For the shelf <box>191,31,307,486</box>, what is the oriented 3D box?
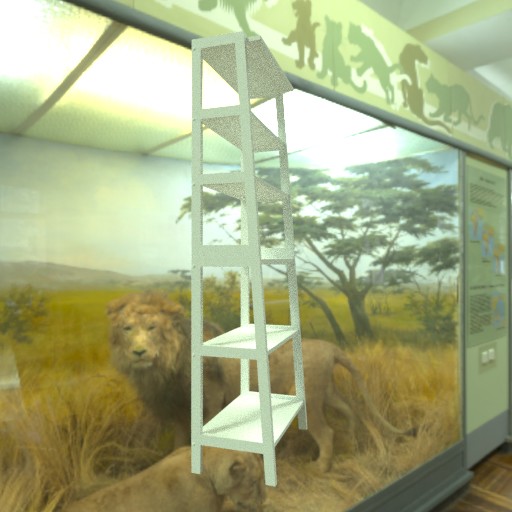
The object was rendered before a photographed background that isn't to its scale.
[{"bbox_3d":[0.000,0.000,2.188,0.381,1.892,0.660,0,0,18],"label":"shelf"}]
